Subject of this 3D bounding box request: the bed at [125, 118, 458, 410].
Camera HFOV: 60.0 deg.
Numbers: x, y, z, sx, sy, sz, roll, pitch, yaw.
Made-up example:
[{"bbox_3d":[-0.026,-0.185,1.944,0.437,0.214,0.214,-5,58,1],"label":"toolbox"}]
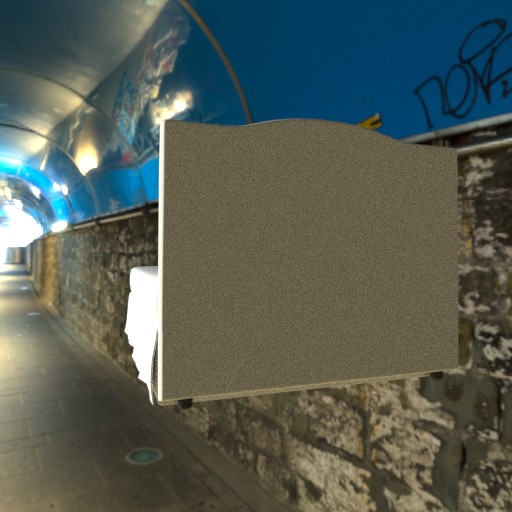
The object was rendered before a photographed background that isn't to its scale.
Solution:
[{"bbox_3d":[0.000,0.000,3.371,1.821,1.436,2.282,0,0,-19],"label":"bed"}]
